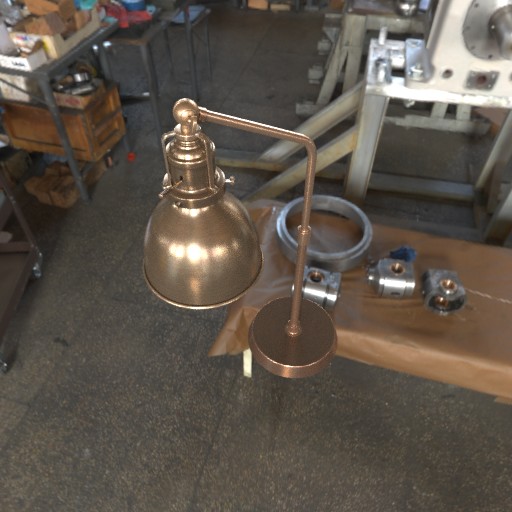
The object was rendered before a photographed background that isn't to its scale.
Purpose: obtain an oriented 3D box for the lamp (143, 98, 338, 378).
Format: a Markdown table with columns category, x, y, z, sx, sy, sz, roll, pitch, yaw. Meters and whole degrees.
| category | x | y | z | sx | sy | sz | roll | pitch | yaw |
| --- | --- | --- | --- | --- | --- | --- | --- | --- | --- |
| lamp | 0.000 | 0.000 | 0.577 | 0.286 | 0.456 | 0.153 | -14 | 49 | -13 |
